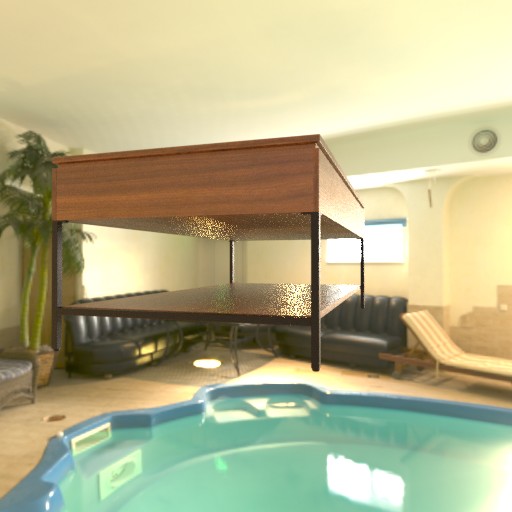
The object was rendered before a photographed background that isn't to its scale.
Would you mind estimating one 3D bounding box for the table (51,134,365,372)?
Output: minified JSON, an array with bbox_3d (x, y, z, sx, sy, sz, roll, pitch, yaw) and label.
[{"bbox_3d":[0.000,0.000,1.360,0.574,0.414,1.057,0,-1,18],"label":"table"}]
